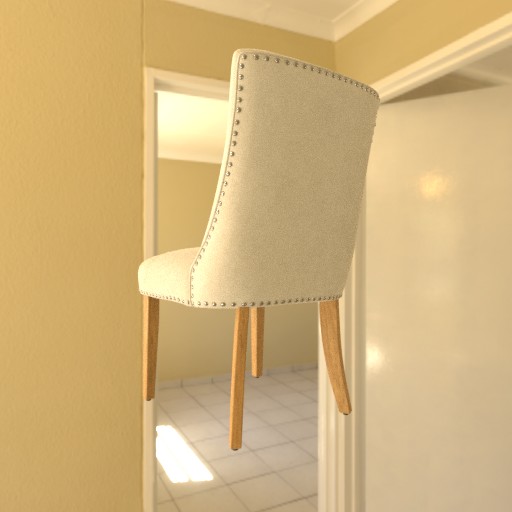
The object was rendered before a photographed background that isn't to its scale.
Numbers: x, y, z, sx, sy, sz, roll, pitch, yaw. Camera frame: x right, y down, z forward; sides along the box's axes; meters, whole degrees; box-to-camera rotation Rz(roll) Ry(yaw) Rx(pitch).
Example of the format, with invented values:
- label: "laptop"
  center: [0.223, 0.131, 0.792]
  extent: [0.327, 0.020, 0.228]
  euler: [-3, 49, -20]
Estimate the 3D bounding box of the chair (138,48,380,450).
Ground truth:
- label: "chair"
  center: [0.000, 0.000, 1.284]
  extent: [0.495, 0.902, 0.610]
  euler: [0, 0, -37]
